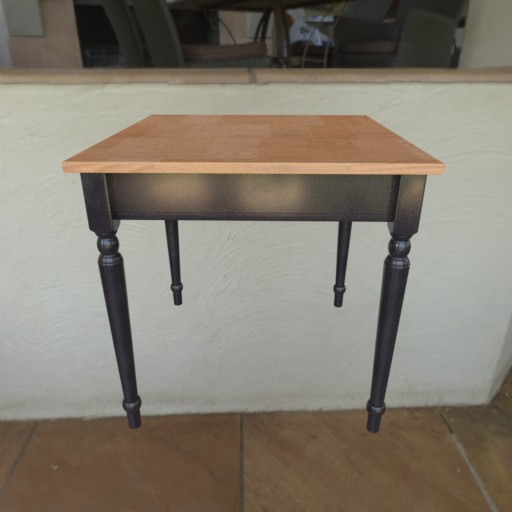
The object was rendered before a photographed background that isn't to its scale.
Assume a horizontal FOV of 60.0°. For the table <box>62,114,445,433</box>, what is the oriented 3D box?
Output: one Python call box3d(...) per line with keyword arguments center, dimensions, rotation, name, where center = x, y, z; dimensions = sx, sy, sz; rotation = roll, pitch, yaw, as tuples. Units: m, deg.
box3d(center=(0.000, 0.000, 1.353), dimensions=(0.747, 0.738, 0.747), rotation=(1, 25, 1), name="table")
